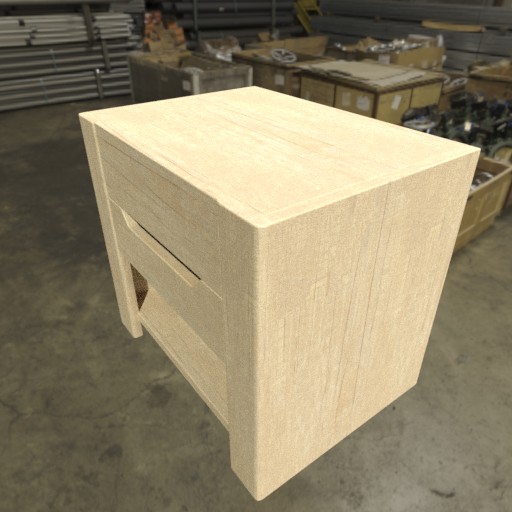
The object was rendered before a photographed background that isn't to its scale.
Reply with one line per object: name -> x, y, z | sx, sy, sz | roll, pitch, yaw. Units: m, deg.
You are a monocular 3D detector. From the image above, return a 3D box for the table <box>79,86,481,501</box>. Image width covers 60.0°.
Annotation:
table -> 0.000, 0.000, 0.887 | 0.420, 0.510, 0.570 | -22, 38, -31
